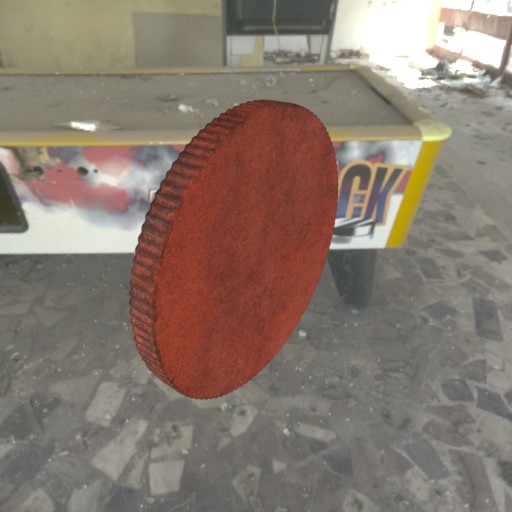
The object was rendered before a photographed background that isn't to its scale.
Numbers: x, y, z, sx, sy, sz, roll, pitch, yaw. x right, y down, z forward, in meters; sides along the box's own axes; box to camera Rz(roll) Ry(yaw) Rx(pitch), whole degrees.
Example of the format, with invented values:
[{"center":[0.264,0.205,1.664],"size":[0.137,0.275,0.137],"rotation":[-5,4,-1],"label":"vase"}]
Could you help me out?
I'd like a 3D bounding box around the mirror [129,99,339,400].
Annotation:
[{"center":[0.000,0.000,0.914],"size":[0.056,0.609,0.609],"rotation":[22,38,30],"label":"mirror"}]
